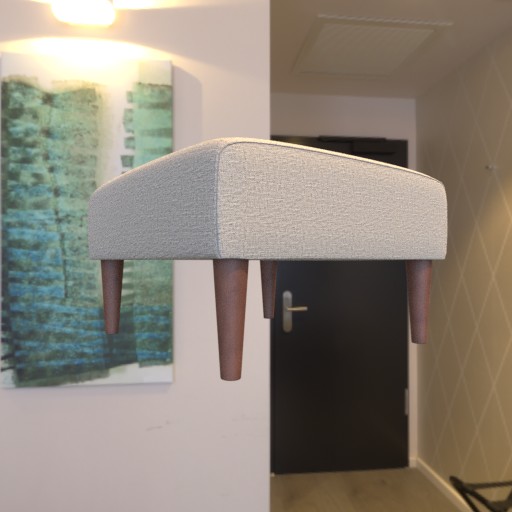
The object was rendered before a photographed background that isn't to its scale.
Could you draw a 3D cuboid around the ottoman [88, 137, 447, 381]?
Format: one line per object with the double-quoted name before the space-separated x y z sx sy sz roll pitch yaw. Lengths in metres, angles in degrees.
"ottoman" 0.000 0.000 1.080 0.649 0.398 0.650 1 -1 -37
